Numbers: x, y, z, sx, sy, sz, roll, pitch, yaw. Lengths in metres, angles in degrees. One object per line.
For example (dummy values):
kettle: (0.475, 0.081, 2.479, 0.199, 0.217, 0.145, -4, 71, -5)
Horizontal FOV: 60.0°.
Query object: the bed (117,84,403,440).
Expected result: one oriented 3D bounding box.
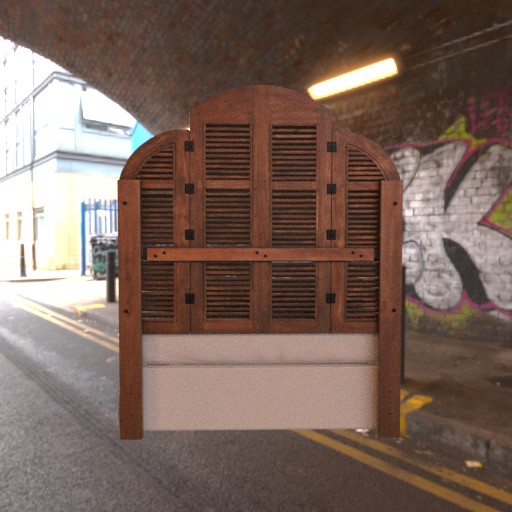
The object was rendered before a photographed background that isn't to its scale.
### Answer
bed: (0.000, 0.000, 3.565, 1.713, 2.019, 2.138, 0, 2, -1)
